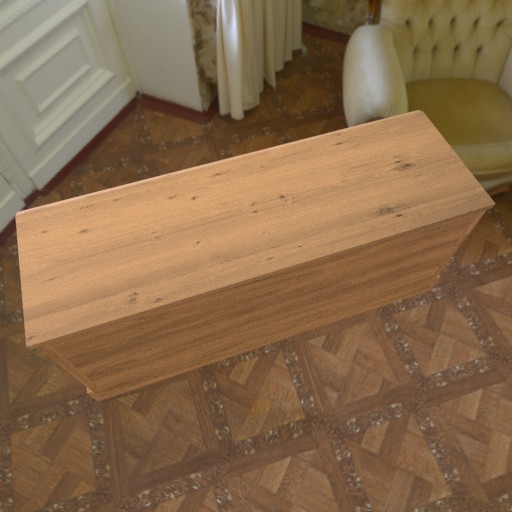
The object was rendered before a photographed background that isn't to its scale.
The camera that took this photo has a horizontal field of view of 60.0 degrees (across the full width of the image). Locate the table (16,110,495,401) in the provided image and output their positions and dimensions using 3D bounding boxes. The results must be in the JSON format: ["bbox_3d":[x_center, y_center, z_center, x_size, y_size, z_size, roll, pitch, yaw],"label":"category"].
[{"bbox_3d":[0.000,0.000,1.385,1.200,0.510,0.400,-17,60,-10],"label":"table"}]
